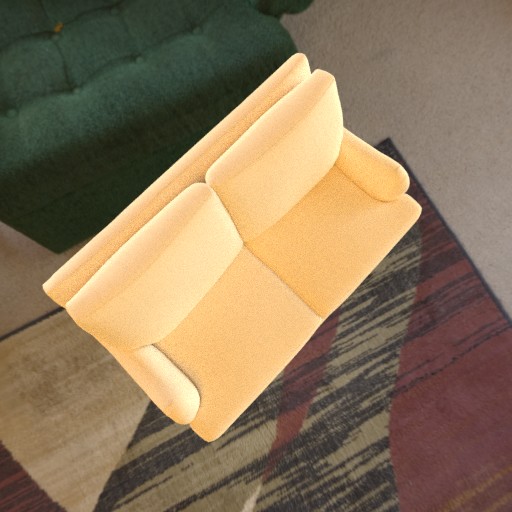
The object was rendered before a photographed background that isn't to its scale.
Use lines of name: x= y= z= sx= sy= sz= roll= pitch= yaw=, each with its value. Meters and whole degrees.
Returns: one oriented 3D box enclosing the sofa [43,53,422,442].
sofa: x=0.000 y=0.000 z=2.543 sx=1.084 sy=1.101 sz=1.853 roll=43 pitch=79 yaw=10
